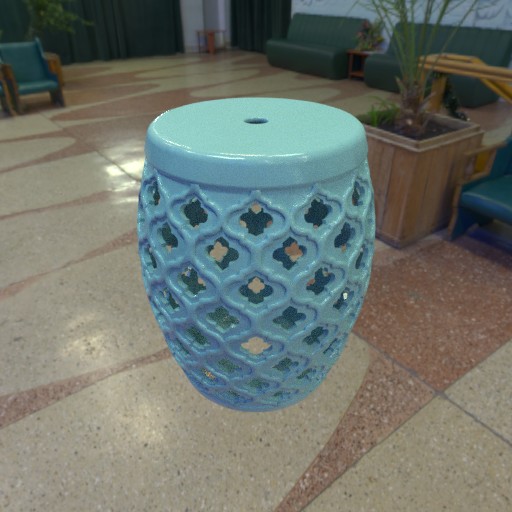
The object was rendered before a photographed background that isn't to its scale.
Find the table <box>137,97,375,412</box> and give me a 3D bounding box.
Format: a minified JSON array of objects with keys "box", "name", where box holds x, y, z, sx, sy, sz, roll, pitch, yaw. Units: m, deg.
[{"box":[0.000,0.000,0.640,0.325,0.388,0.325,0,32,0],"name":"table"}]
